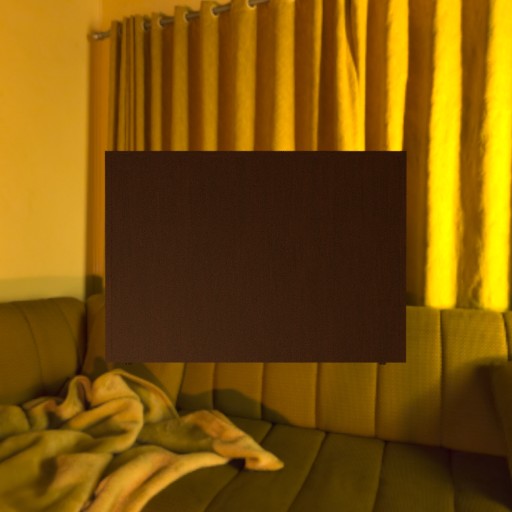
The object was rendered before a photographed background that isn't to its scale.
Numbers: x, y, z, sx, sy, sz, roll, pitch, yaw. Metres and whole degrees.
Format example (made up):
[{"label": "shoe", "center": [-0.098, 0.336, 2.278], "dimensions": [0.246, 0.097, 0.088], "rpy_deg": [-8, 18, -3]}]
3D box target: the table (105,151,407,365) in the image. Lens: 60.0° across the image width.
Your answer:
[{"label": "table", "center": [0.000, 0.000, 1.427], "dimensions": [0.597, 0.424, 1.099], "rpy_deg": [0, 0, 0]}]
